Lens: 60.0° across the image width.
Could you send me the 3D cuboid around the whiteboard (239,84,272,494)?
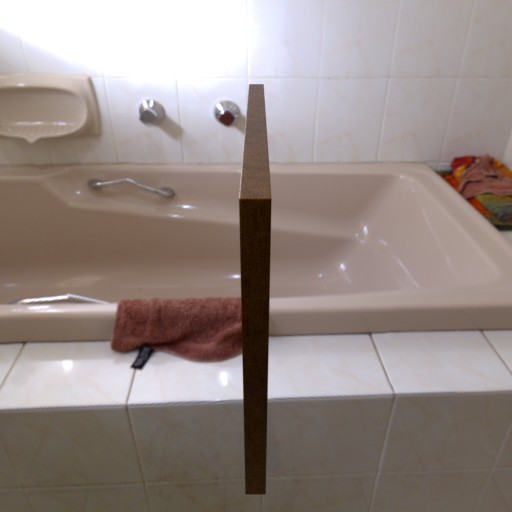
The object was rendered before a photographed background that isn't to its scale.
[{"bbox_3d":[0.000,0.000,0.755,0.029,0.457,0.561,0,31,0],"label":"whiteboard"}]
